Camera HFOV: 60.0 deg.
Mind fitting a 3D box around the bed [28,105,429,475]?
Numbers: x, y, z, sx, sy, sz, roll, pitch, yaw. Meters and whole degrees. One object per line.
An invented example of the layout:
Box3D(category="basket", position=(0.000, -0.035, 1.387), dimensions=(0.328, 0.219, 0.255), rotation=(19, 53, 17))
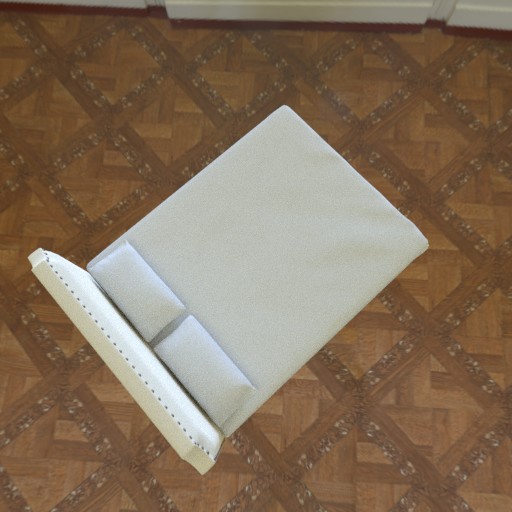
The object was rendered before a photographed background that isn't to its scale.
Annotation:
Box3D(category="bed", position=(0.000, 0.000, 3.363), dimensions=(2.329, 1.415, 1.703), rotation=(-41, 79, -10))
